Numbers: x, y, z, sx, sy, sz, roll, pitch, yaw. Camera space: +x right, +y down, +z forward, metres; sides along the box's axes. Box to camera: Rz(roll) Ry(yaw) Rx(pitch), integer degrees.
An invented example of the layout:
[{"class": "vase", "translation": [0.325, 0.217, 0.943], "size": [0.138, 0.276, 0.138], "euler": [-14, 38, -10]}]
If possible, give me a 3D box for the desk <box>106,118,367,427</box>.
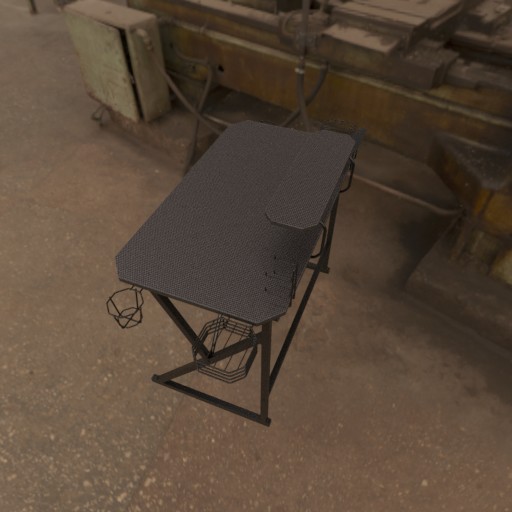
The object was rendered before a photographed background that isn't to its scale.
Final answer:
[{"class": "desk", "translation": [0.000, 0.000, 1.733], "size": [0.580, 0.880, 1.290], "euler": [16, 48, 15]}]
